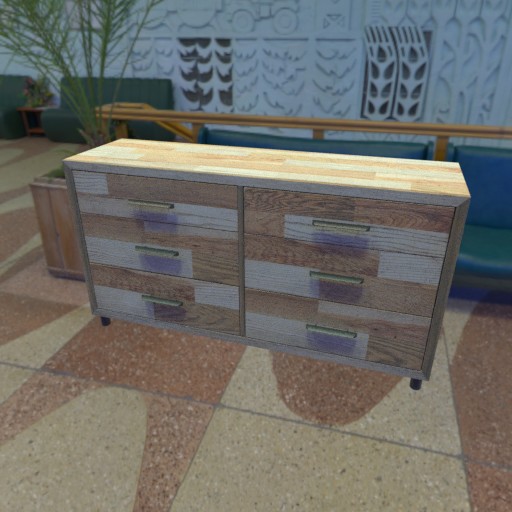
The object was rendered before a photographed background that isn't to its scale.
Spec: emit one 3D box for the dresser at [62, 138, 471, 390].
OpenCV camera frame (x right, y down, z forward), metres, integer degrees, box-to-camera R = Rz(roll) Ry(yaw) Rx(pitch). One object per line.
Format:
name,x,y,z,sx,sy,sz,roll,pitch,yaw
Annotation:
dresser,0.000,0.000,1.961,1.547,0.834,0.487,8,28,16
